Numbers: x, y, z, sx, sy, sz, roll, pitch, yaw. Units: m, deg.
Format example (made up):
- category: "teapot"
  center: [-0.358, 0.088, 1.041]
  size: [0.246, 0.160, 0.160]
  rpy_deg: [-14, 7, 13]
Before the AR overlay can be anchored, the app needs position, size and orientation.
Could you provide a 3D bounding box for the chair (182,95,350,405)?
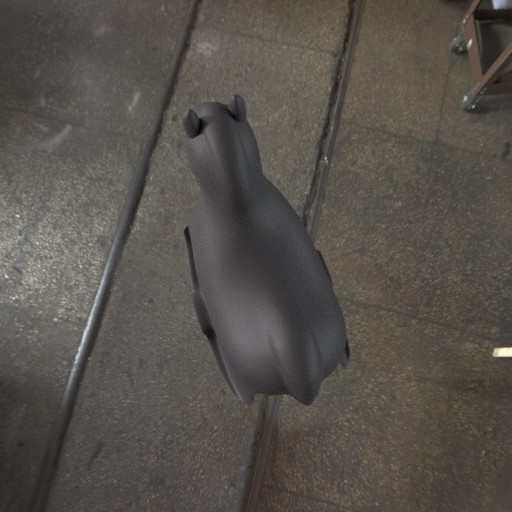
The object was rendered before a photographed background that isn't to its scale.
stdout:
- category: "chair"
  center: [0.000, 0.000, 1.158]
  size: [0.429, 0.612, 0.800]
  rpy_deg: [-19, 77, -5]
